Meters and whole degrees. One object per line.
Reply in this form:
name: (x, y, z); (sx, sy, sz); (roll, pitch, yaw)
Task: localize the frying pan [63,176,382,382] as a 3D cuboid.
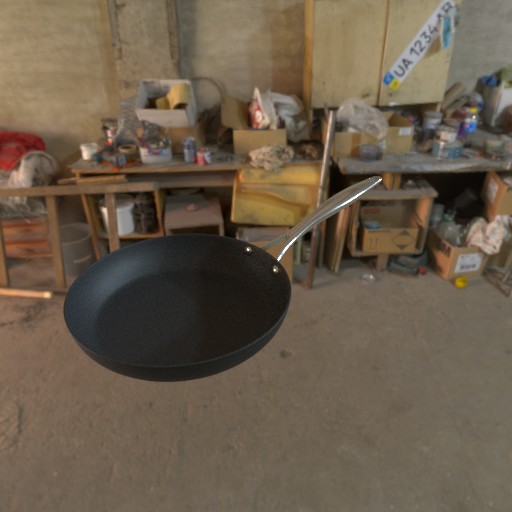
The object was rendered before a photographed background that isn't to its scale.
frying pan: (0.000, 0.000, 0.567); (0.472, 0.105, 0.255); (-21, 37, -31)
